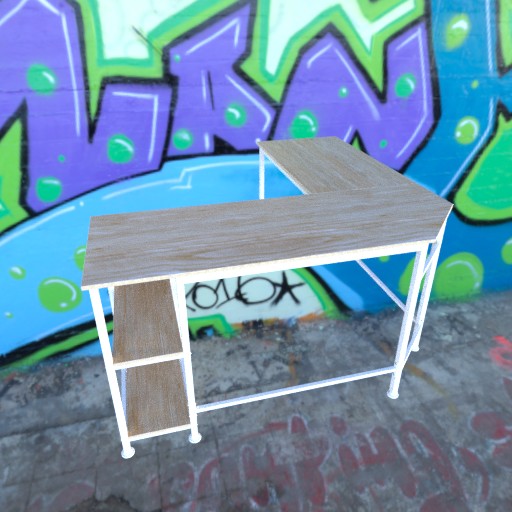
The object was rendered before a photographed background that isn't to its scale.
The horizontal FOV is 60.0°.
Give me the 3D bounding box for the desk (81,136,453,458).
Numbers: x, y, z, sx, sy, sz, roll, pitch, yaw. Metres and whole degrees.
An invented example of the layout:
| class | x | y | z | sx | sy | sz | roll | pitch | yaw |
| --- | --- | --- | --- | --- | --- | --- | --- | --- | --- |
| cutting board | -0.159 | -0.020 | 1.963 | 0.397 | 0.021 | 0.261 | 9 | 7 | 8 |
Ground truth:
| class | x | y | z | sx | sy | sz | roll | pitch | yaw |
| --- | --- | --- | --- | --- | --- | --- | --- | --- | --- |
| desk | 0.000 | 0.000 | 2.147 | 1.379 | 0.739 | 1.379 | -7 | 30 | -13 |
